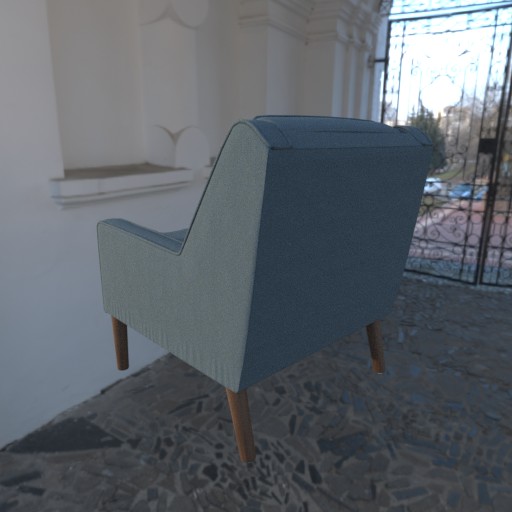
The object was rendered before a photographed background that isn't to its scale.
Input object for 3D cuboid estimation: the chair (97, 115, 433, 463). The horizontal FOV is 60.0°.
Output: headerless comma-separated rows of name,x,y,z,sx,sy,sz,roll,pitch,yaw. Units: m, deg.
chair,0.000,0.000,1.322,0.663,0.780,0.733,-14,20,-42
